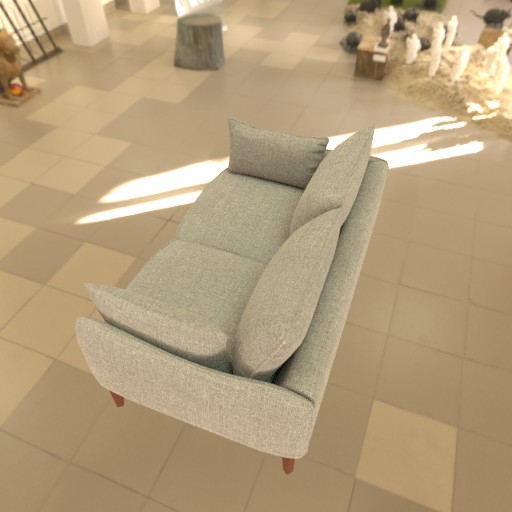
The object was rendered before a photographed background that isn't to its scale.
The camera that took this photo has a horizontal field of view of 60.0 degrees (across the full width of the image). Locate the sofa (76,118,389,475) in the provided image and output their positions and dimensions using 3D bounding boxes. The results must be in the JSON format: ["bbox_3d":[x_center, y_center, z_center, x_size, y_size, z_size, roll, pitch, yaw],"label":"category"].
[{"bbox_3d":[0.000,0.000,2.127,0.972,0.851,1.580,15,47,15],"label":"sofa"}]
